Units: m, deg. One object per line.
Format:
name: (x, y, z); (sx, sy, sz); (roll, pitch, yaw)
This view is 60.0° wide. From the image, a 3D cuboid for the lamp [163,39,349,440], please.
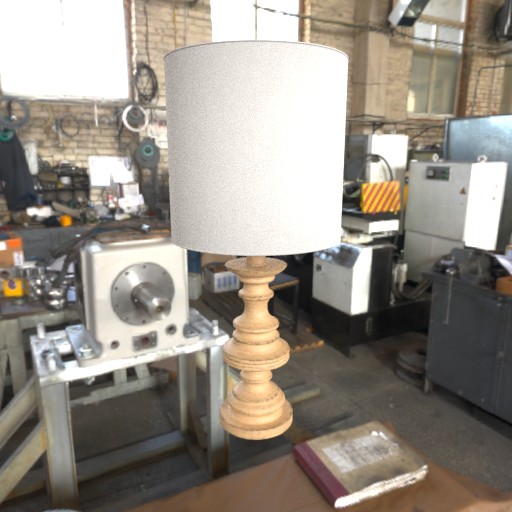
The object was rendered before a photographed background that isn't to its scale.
lamp: (0.000, 0.000, 0.559); (0.208, 0.455, 0.208); (7, 14, 27)
